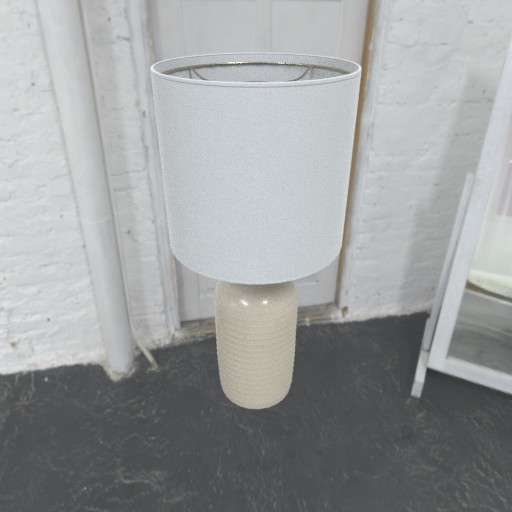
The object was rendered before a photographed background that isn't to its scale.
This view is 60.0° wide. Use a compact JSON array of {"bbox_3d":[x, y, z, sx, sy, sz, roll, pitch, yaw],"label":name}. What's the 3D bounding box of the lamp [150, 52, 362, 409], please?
[{"bbox_3d":[0.000,0.000,0.594,0.220,0.475,0.220,-20,36,-30],"label":"lamp"}]
